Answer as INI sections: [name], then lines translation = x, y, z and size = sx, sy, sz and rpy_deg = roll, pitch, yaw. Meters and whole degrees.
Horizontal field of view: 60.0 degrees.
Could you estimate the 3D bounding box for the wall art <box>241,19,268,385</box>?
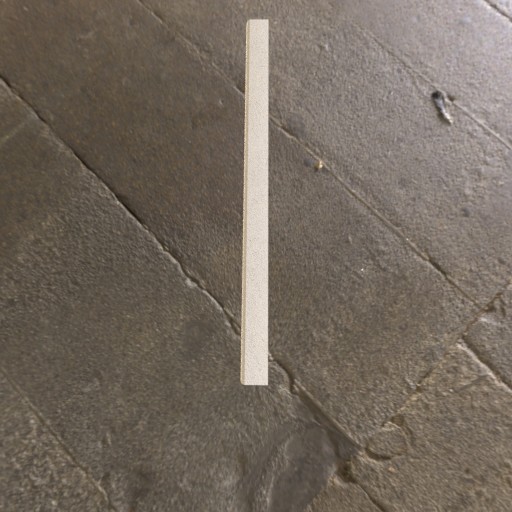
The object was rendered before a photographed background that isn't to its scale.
[wall art]
translation = 0.000, 0.000, 1.131
size = 0.038, 0.912, 0.607
rpy_deg = 0, 75, 0
